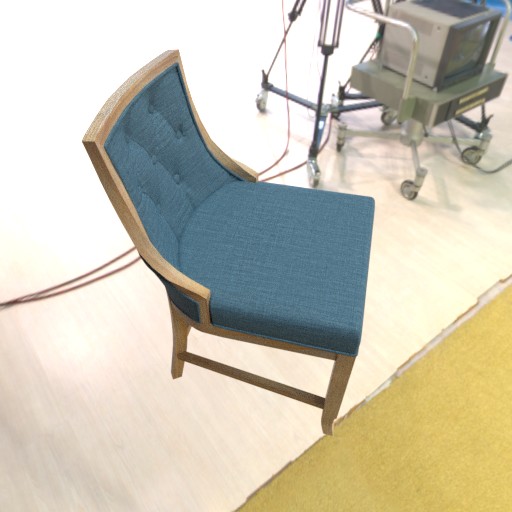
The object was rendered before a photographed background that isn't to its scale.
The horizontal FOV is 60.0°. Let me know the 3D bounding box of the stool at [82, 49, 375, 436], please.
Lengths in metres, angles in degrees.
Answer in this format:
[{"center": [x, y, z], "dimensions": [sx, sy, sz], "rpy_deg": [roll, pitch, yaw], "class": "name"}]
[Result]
[{"center": [0.000, 0.000, 1.265], "dimensions": [0.626, 0.938, 0.524], "rpy_deg": [10, 48, 10], "class": "stool"}]
